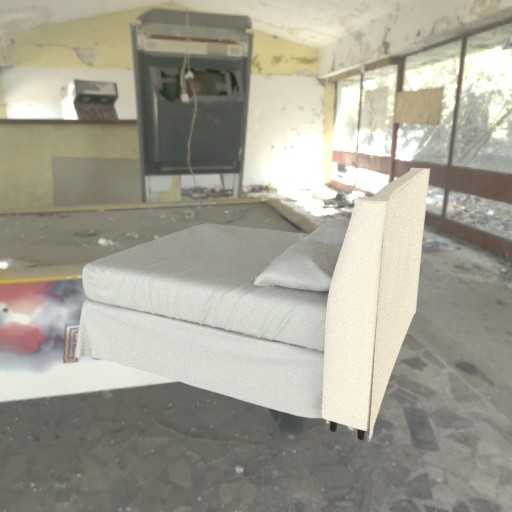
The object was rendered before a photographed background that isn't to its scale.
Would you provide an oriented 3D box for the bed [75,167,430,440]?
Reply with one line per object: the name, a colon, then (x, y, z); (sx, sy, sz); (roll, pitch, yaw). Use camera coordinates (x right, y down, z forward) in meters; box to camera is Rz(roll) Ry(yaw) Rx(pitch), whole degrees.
bed: (0.000, 0.000, 3.462); (2.276, 1.332, 1.925); (8, 18, 25)
